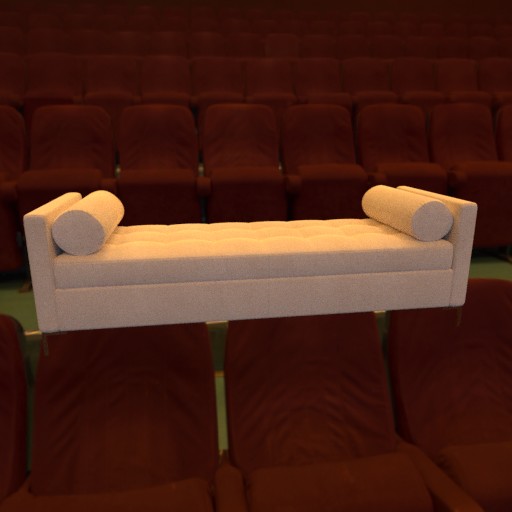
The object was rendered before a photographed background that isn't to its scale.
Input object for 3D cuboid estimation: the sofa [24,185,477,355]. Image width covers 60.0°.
[{"bbox_3d":[0.000,0.000,2.301,1.981,0.635,0.686,-2,16,-9],"label":"sofa"}]
